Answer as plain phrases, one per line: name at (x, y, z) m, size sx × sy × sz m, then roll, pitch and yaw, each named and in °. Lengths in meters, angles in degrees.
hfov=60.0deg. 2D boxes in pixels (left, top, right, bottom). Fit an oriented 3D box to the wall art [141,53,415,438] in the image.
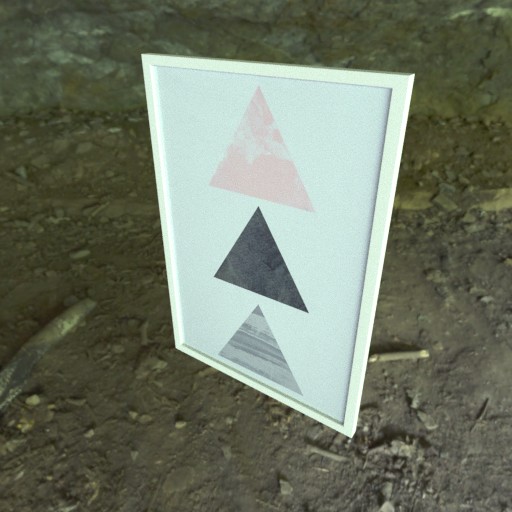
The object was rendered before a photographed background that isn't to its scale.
wall art at (0.000, 0.000, 0.537) m, size 0.303 × 0.433 × 0.013 m, roll 19°, pitch 35°, yaw 29°
